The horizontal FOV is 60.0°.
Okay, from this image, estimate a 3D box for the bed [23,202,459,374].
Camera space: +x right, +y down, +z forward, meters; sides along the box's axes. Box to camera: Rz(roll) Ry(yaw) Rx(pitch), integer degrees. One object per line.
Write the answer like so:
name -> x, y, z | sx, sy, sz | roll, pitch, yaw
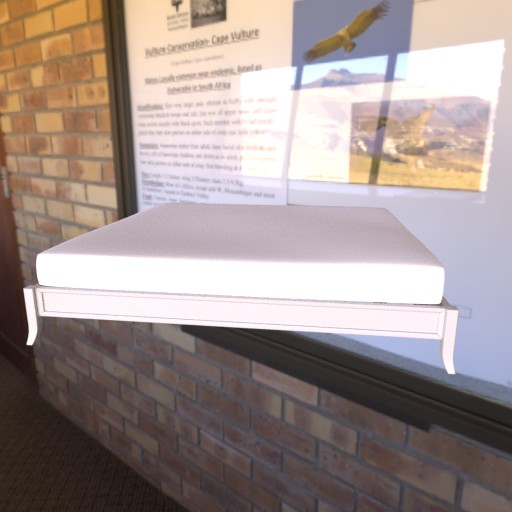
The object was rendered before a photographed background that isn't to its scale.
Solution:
bed -> 0.000, 0.000, 3.042 | 2.108, 0.510, 2.007 | 2, 15, 8
